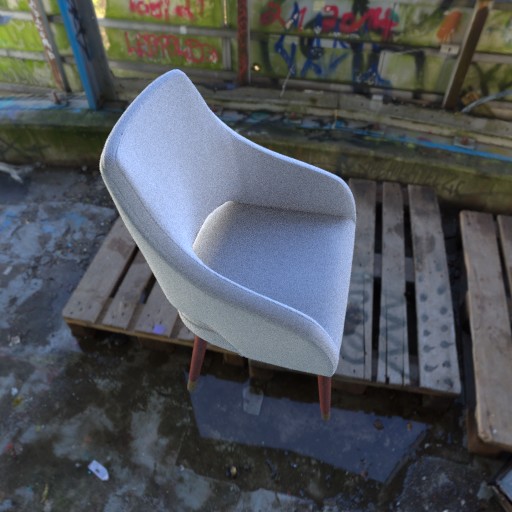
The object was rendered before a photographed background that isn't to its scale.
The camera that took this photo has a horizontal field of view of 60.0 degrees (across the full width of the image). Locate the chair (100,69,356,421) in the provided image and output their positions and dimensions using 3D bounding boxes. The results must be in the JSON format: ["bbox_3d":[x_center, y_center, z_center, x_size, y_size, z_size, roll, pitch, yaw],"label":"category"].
[{"bbox_3d":[0.000,0.000,1.294,0.600,0.889,0.609,10,49,9],"label":"chair"}]
